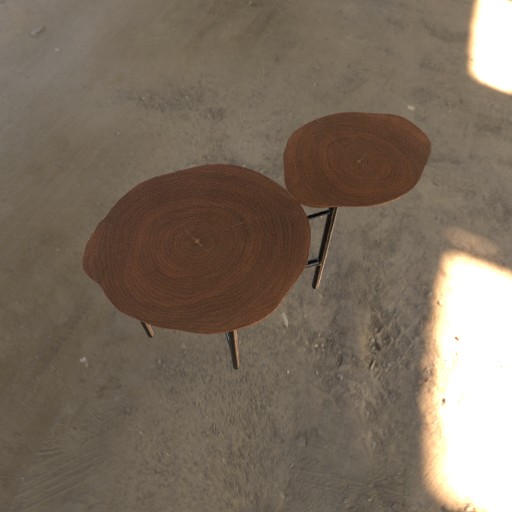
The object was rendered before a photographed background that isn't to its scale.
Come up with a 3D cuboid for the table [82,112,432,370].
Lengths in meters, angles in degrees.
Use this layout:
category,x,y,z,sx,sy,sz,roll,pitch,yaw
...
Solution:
category,x,y,z,sx,sy,sz,roll,pitch,yaw
table,0.000,0.000,1.086,0.759,0.538,0.442,-14,59,-9
